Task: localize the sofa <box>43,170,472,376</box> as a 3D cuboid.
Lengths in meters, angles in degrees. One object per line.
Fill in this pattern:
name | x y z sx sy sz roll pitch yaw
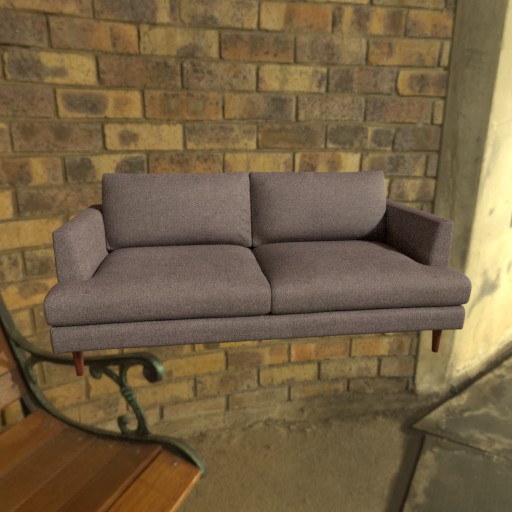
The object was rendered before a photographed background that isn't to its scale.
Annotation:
sofa | 0.000 0.000 2.448 1.948 0.868 1.020 -2 16 -7
